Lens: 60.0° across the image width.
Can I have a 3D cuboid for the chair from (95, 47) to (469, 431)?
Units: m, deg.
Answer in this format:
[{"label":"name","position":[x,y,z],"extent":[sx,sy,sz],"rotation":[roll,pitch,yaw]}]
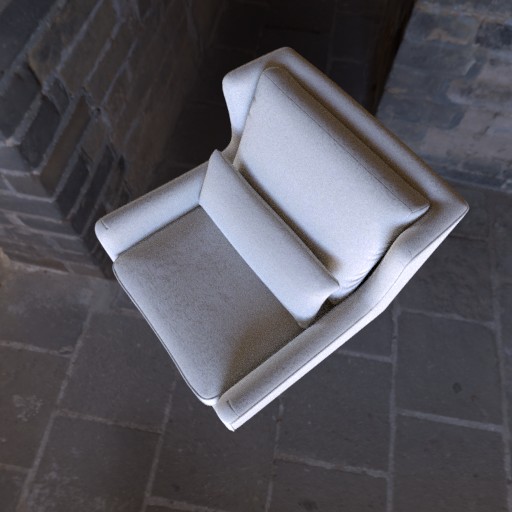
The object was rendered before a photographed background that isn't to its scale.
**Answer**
[{"label":"chair","position":[0.000,0.000,1.867],"extent":[1.040,1.056,0.982],"rotation":[-34,69,-15]}]
